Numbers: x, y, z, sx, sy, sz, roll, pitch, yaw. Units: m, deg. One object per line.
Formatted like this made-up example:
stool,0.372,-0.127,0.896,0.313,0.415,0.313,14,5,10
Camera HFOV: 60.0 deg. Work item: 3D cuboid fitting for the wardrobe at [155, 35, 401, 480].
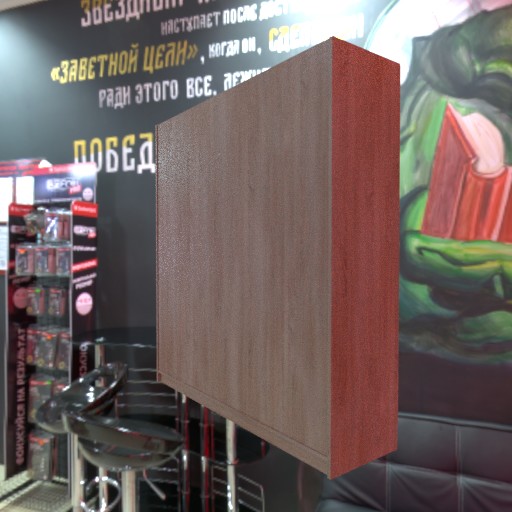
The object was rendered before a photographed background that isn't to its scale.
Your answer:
wardrobe,0.000,0.000,3.125,0.598,2.159,1.998,-1,2,-37
